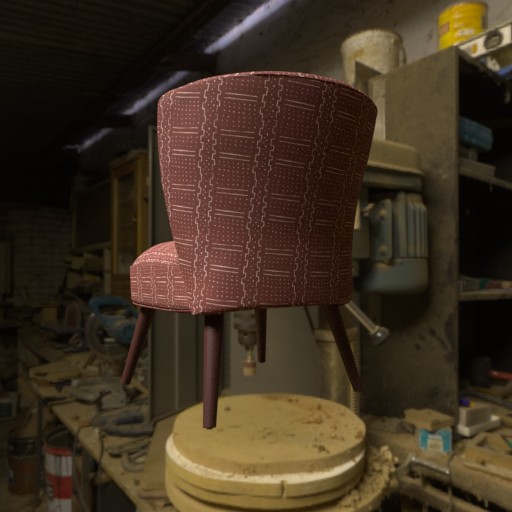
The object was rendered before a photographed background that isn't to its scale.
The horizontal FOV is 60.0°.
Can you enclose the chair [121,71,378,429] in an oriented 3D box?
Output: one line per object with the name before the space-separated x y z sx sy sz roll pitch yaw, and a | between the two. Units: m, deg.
chair | 0.000 0.000 1.389 0.706 0.866 0.758 1 -2 -36
